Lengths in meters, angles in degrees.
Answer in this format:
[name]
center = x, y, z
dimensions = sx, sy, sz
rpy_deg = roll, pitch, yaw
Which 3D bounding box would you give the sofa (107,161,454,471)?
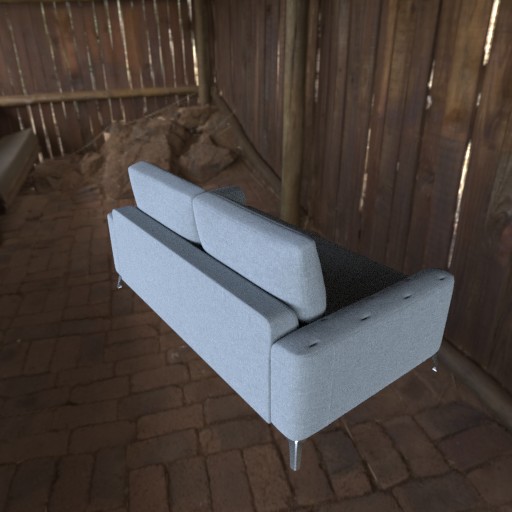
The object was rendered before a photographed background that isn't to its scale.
[sofa]
center = 0.000, 0.000, 2.208
dimensions = 0.920, 0.790, 1.650
rpy_deg = -18, 31, -33
